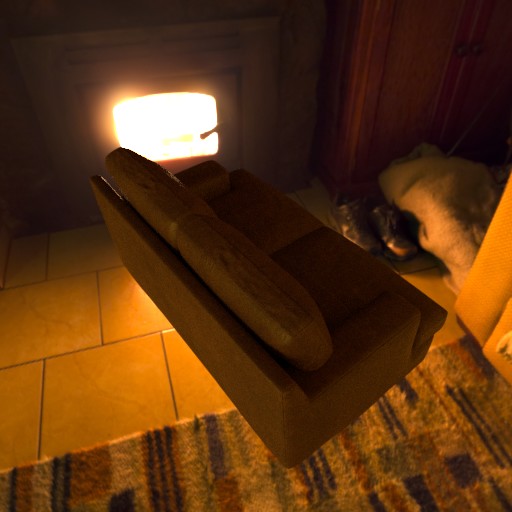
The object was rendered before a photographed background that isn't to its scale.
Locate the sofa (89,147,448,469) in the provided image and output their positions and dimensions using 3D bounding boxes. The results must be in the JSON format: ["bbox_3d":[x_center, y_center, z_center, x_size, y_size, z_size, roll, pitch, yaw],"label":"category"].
[{"bbox_3d":[0.000,0.000,2.521,1.143,0.939,1.880,-27,48,-27],"label":"sofa"}]
